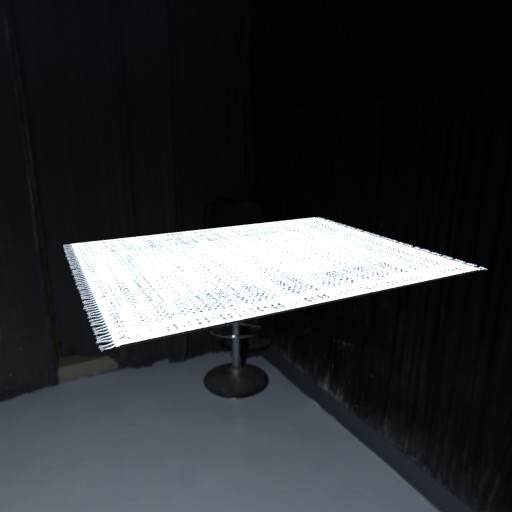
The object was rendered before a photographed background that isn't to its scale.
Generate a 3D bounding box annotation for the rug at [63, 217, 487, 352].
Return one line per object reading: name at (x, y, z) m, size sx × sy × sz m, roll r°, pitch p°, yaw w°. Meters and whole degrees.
rug at (0.000, 0.000, 3.827) m, size 2.940 × 0.013 × 2.312 m, roll -8°, pitch 18°, yaw -26°
